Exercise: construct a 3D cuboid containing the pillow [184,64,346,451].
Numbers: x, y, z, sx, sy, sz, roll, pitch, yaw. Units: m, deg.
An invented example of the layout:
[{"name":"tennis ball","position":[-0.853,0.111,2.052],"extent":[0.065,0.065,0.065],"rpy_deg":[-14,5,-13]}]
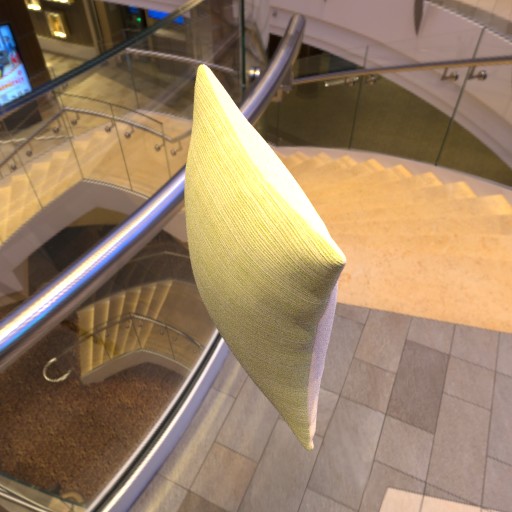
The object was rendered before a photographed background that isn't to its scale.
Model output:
[{"name":"pillow","position":[0.000,0.000,0.808],"extent":[0.229,0.487,0.560],"rpy_deg":[-16,49,-14]}]
